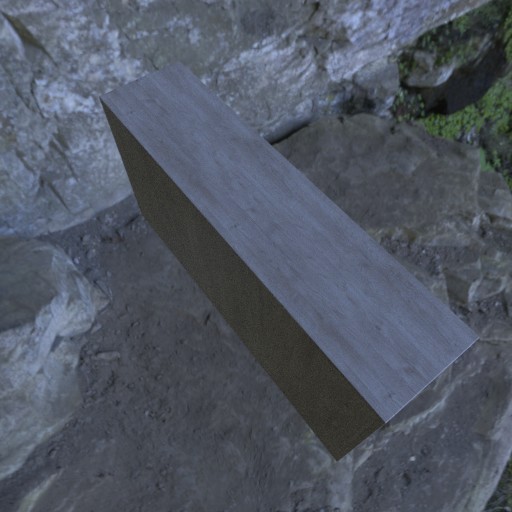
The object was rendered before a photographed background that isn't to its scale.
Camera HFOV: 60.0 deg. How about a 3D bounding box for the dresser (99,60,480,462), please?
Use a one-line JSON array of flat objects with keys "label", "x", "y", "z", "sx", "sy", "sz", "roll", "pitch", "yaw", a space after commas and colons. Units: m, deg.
[{"label": "dresser", "x": 0.000, "y": 0.000, "z": 1.861, "sx": 0.390, "sy": 0.795, "sz": 1.590, "roll": -34, "pitch": 64, "yaw": -19}]
